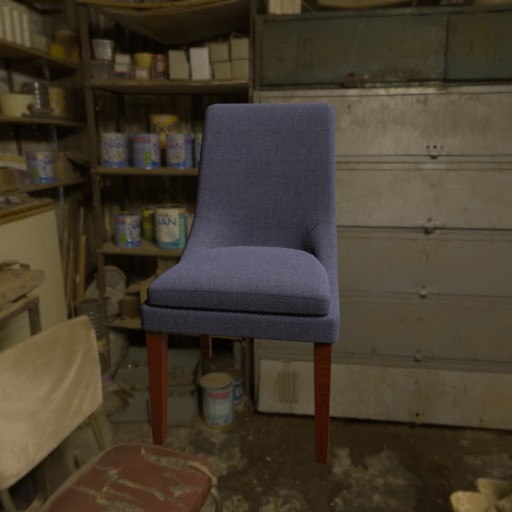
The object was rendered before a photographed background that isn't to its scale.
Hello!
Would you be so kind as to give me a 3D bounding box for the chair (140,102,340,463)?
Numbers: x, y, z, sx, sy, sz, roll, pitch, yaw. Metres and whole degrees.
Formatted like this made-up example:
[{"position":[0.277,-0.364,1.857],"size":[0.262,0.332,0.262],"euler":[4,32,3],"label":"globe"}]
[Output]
[{"position":[0.000,0.000,1.384],"size":[0.508,0.952,0.655],"euler":[2,14,9],"label":"chair"}]
